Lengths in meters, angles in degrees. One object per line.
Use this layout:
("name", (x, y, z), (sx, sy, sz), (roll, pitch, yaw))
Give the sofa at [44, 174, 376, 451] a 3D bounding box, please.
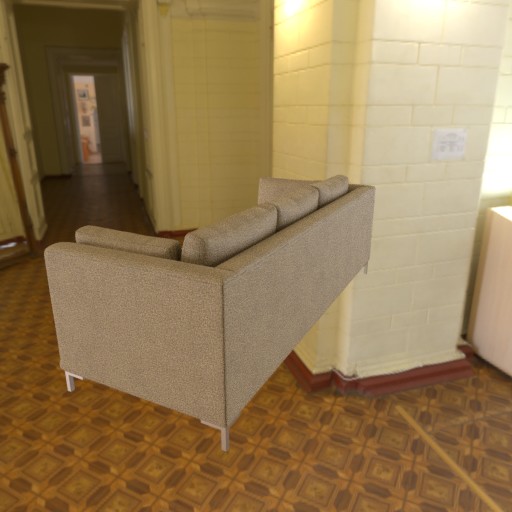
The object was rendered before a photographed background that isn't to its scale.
("sofa", (0.000, 0.000, 2.905), (0.969, 0.867, 2.415), (9, 20, 26))
